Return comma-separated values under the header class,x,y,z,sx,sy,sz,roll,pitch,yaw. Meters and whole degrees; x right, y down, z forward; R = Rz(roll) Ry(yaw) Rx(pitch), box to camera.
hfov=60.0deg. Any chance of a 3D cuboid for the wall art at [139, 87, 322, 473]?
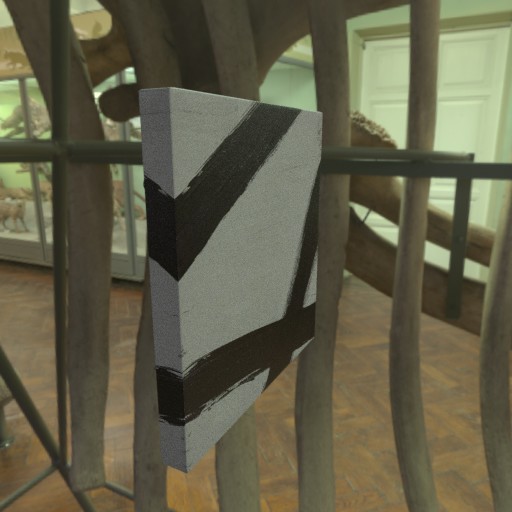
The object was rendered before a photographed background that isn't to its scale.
class,x,y,z,sx,sy,sz,roll,pitch,yaw
wall art,0.000,0.000,0.781,0.050,0.508,0.507,7,16,27
